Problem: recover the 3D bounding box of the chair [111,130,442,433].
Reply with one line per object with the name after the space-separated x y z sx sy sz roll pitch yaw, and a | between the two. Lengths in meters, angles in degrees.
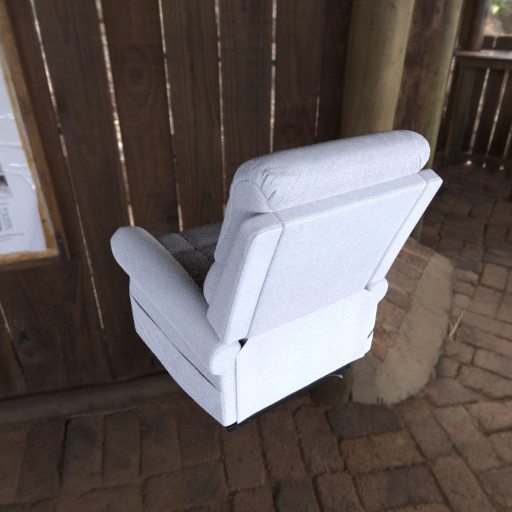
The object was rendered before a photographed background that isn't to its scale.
0.000 0.000 1.666 0.871 1.031 0.979 -18 34 -29 | chair
